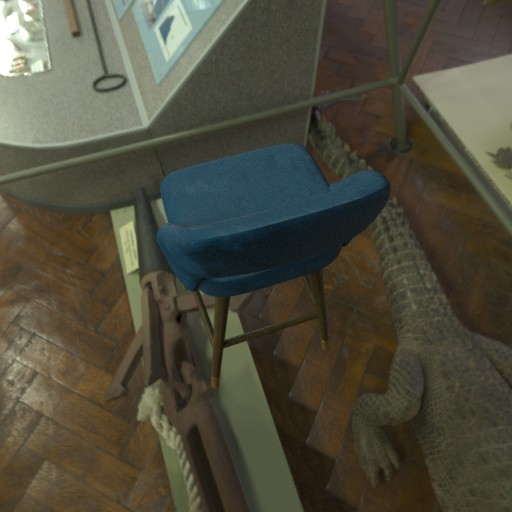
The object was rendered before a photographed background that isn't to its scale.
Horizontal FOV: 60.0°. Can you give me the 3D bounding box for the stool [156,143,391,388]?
[{"bbox_3d":[0.000,0.000,1.324,0.514,1.016,0.515,-16,60,-10],"label":"stool"}]
